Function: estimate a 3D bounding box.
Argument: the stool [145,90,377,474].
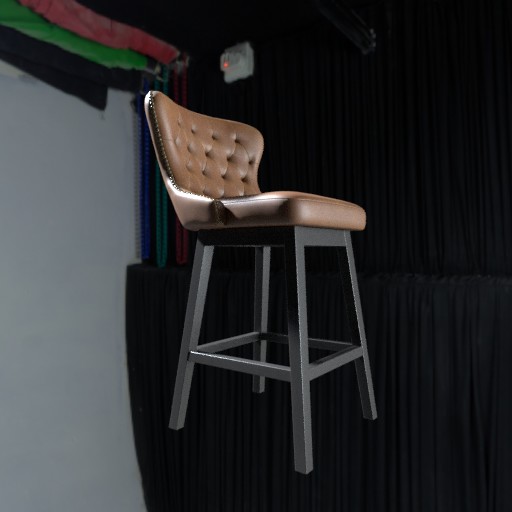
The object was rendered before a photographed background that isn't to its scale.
[{"bbox_3d":[0.000,0.000,1.333,0.593,0.971,0.528,0,1,36],"label":"stool"}]
